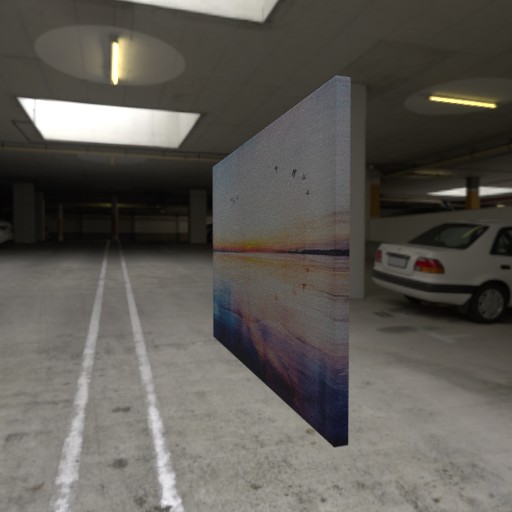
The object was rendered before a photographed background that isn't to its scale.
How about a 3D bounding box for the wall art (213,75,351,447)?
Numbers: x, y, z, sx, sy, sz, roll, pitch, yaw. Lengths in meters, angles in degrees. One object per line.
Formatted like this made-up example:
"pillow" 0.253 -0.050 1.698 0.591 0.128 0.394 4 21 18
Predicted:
"wall art" 0.000 0.000 0.767 0.018 0.402 0.604 -1 2 -18
